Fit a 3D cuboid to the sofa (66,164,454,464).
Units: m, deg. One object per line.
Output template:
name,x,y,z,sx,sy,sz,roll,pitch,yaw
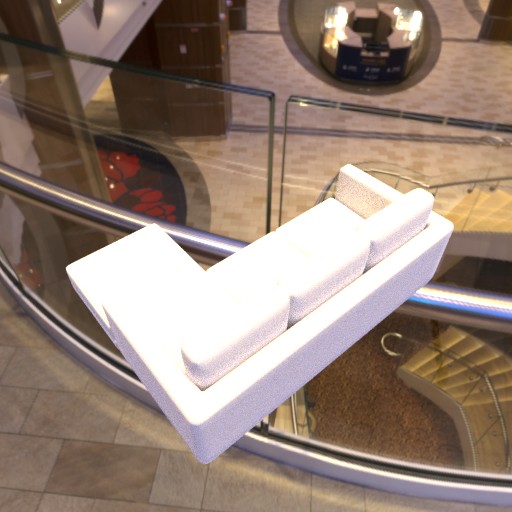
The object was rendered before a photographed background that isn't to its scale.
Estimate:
sofa,0.000,0.000,2.949,2.029,0.899,1.580,-31,53,-27
